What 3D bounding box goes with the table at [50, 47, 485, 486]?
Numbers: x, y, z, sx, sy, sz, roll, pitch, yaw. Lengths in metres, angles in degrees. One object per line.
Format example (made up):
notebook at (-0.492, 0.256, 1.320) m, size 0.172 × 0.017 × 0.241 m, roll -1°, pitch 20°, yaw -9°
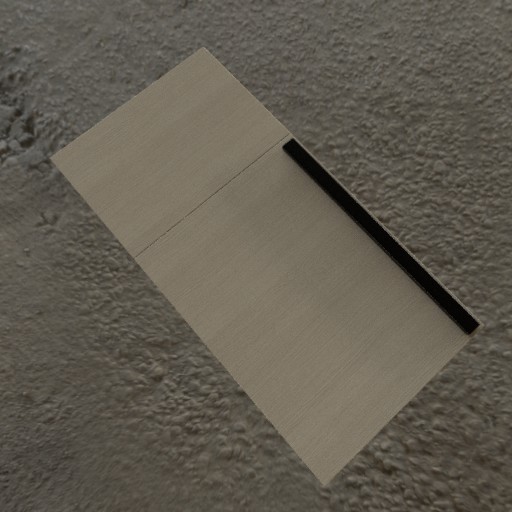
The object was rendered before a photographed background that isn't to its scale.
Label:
table at (0.000, 0.000, 0.785) m, size 0.322 × 0.242 × 0.644 m, roll -40°, pitch 79°, yaw -10°
